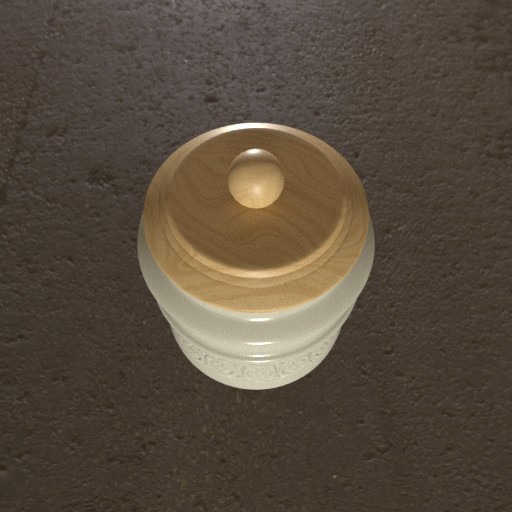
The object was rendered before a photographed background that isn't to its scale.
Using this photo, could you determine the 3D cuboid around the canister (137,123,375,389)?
[{"bbox_3d":[0.000,0.000,0.270,0.130,0.176,0.130,0,62,0],"label":"canister"}]
